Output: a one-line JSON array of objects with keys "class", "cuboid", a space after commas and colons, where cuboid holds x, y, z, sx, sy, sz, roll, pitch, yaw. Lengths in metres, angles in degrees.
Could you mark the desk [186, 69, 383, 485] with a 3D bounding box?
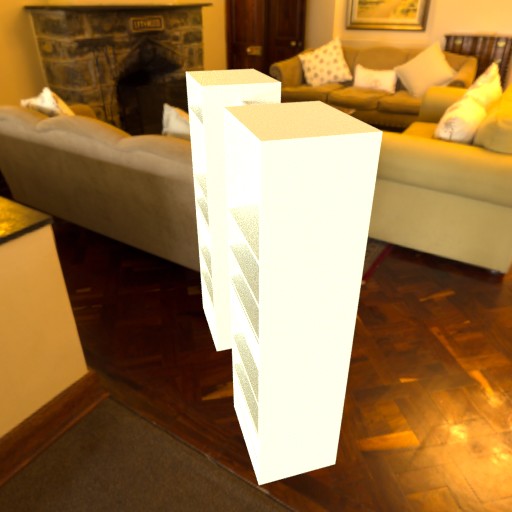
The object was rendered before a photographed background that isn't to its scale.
[{"class": "desk", "cuboid": [0.000, 0.000, 2.854, 0.480, 2.000, 1.770, -8, 31, -14]}]
